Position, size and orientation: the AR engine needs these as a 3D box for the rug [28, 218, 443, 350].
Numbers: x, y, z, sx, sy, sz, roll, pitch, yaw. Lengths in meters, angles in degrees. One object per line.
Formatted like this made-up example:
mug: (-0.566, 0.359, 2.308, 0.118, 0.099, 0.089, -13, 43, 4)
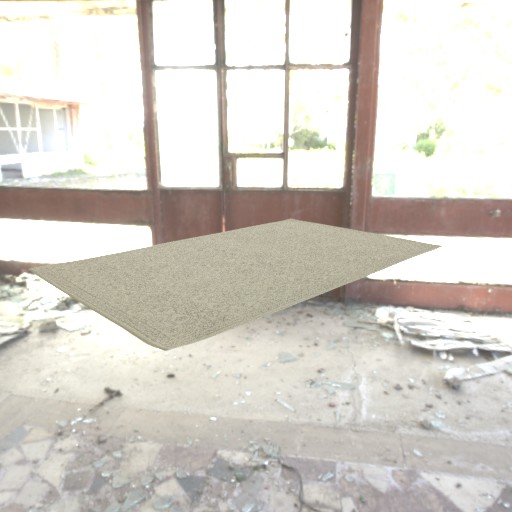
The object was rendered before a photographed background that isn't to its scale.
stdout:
rug: (0.000, 0.000, 2.403, 1.947, 0.023, 1.214, -14, 21, -42)
